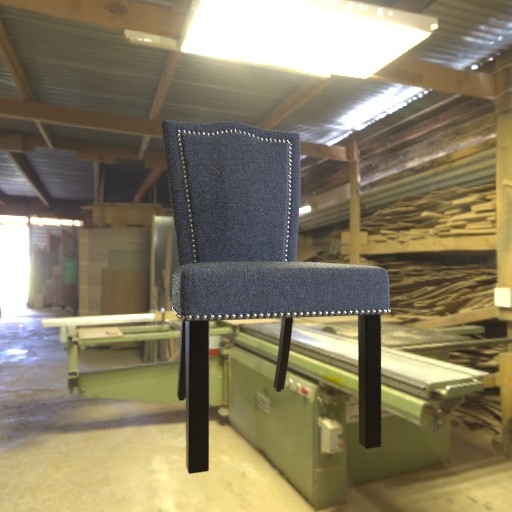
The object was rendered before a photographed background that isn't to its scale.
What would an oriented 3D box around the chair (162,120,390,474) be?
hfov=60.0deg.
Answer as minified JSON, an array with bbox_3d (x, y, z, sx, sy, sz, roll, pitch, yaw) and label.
[{"bbox_3d":[0.000,0.000,1.282,0.518,0.946,0.589,1,-2,-18],"label":"chair"}]
